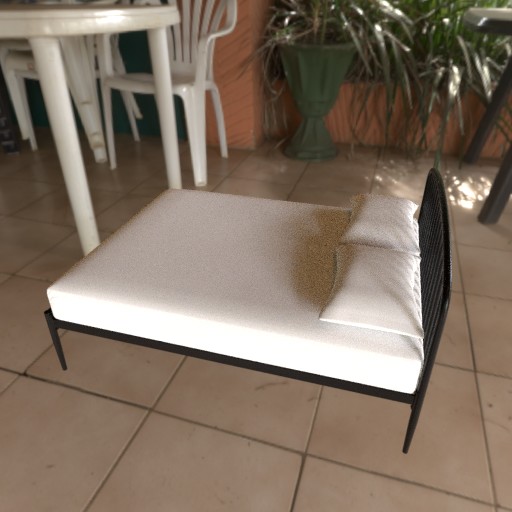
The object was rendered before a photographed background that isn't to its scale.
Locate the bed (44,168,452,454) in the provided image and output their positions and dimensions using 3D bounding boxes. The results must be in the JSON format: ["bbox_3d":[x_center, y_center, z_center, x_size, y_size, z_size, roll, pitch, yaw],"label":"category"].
[{"bbox_3d":[0.000,0.000,2.963,2.159,1.166,1.618,9,32,14],"label":"bed"}]
